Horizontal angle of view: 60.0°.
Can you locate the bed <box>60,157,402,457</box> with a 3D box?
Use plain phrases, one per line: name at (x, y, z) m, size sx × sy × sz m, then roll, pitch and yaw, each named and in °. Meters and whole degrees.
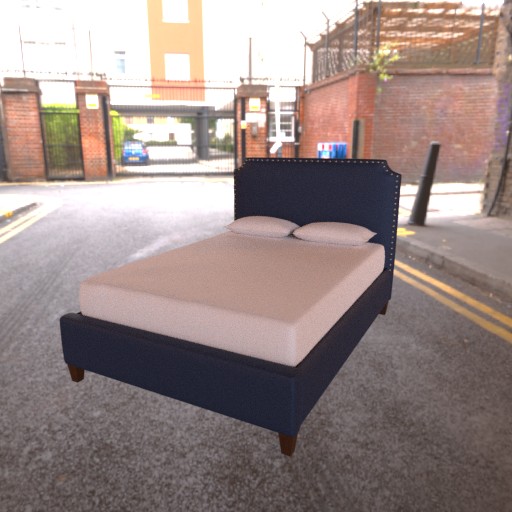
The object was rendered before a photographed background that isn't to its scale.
bed at (0.000, 0.000, 3.470) m, size 1.712 × 1.443 × 2.372 m, roll 7°, pitch 16°, yaw 27°
